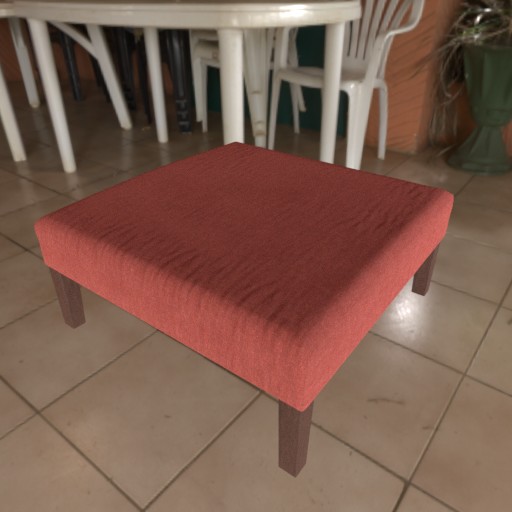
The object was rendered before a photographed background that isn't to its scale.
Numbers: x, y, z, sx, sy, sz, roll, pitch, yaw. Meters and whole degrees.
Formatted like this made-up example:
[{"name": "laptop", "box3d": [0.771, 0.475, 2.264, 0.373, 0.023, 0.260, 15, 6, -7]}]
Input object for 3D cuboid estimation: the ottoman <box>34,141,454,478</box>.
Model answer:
[{"name": "ottoman", "box3d": [0.000, 0.000, 1.384, 0.889, 0.411, 0.890, 21, 37, 31]}]
